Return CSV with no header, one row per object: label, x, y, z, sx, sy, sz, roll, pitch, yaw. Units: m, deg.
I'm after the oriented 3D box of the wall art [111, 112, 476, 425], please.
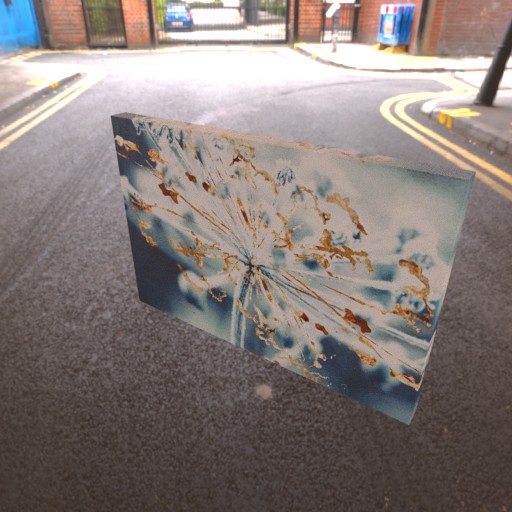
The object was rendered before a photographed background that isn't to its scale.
wall art,0.000,0.000,0.762,0.607,0.405,0.036,18,34,29
